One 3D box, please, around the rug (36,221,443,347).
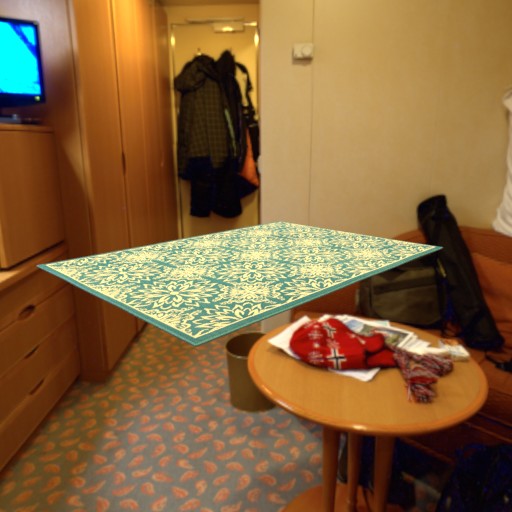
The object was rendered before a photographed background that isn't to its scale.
[{"bbox_3d":[0.000,0.000,2.907,1.554,0.012,2.205,14,20,43],"label":"rug"}]
